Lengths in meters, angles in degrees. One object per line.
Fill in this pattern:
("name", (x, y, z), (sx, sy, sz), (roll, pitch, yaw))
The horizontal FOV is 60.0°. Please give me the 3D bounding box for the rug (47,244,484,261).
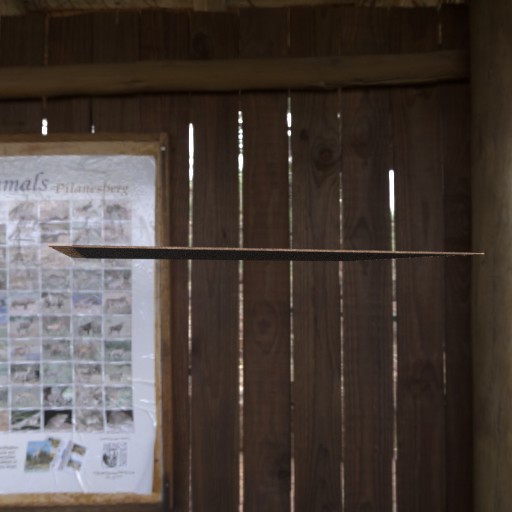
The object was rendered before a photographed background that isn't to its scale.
("rug", (0.000, 0.000, 3.034), (2.434, 0.010, 1.516), (1, -3, -19))
